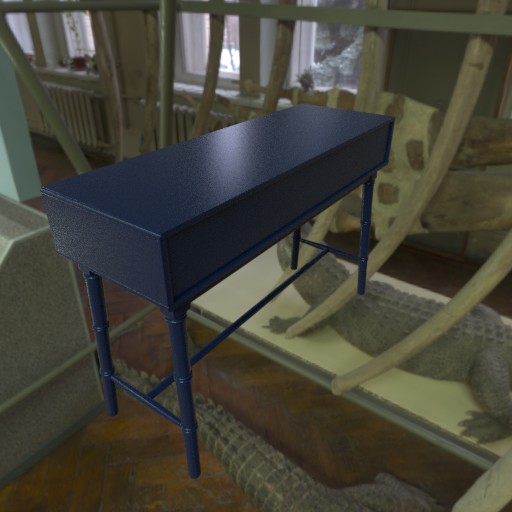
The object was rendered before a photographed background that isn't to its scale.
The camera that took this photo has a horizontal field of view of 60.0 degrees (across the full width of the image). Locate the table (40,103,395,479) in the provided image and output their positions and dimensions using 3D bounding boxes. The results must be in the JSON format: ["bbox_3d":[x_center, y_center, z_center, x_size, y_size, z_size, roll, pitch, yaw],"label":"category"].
[{"bbox_3d":[0.000,0.000,1.459,0.399,0.749,1.118,20,36,31],"label":"table"}]
